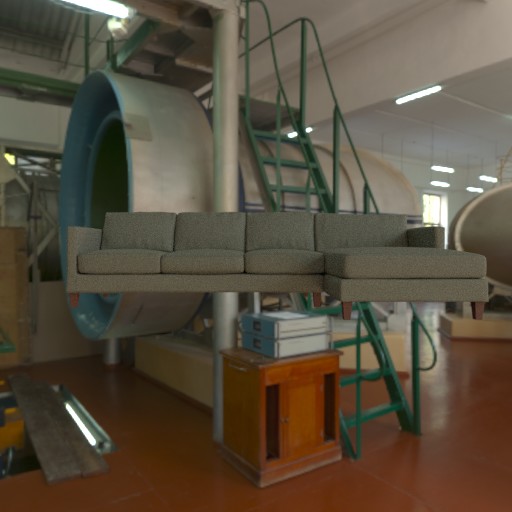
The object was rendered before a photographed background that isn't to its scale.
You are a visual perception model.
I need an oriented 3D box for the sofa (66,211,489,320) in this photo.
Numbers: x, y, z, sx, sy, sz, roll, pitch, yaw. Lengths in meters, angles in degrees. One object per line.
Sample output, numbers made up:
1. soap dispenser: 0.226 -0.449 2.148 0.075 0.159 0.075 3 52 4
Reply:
1. sofa: 0.000 0.000 3.818 3.186 0.861 1.625 0 1 -1
